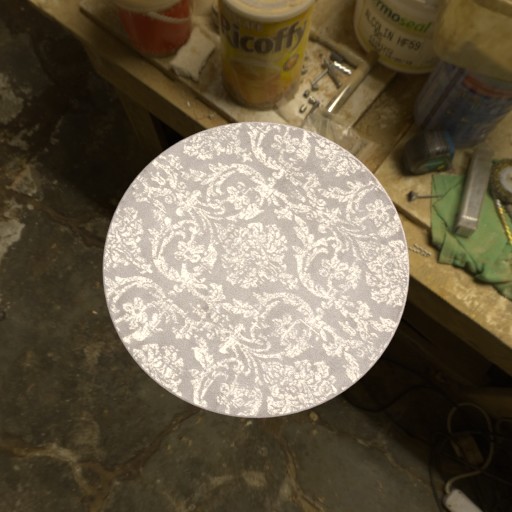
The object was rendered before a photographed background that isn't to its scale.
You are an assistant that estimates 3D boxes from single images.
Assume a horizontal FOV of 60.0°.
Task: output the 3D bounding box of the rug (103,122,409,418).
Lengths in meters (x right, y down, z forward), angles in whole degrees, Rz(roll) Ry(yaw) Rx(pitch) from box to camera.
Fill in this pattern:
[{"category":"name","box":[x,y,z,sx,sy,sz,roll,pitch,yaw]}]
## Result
[{"category":"rug","box":[0.000,0.000,2.312,1.593,0.012,1.593,0,74,0]}]
